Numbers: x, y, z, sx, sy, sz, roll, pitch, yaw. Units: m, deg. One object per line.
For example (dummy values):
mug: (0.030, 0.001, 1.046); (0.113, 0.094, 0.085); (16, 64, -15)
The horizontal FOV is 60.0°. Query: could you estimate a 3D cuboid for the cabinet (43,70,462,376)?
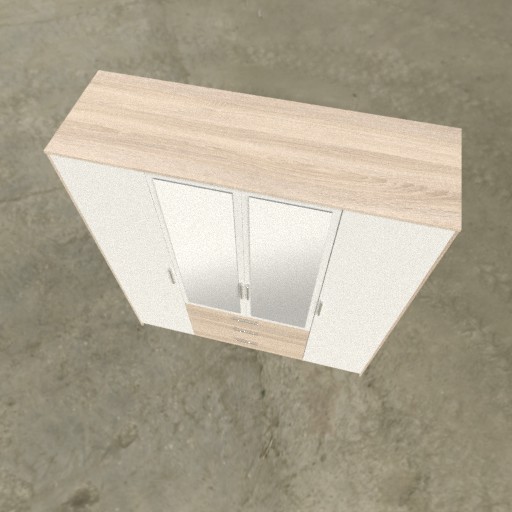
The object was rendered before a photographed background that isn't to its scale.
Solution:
cabinet: (0.000, 0.000, 2.952); (1.870, 2.060, 0.620); (12, 59, 7)
